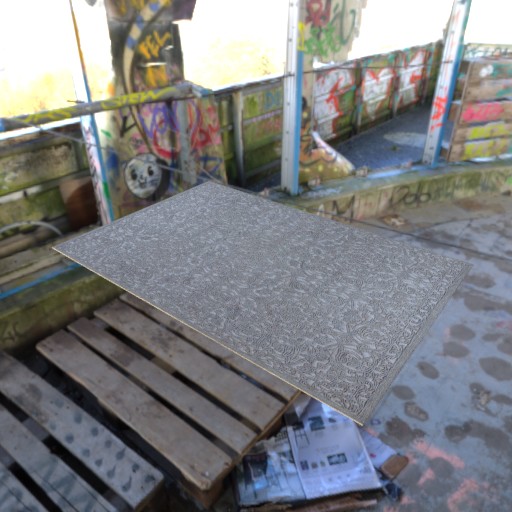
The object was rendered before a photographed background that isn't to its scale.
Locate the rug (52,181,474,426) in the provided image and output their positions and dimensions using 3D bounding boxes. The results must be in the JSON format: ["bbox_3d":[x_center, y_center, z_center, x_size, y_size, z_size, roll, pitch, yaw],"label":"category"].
[{"bbox_3d":[0.000,0.000,2.305,1.827,0.006,1.221,22,37,32],"label":"rug"}]
